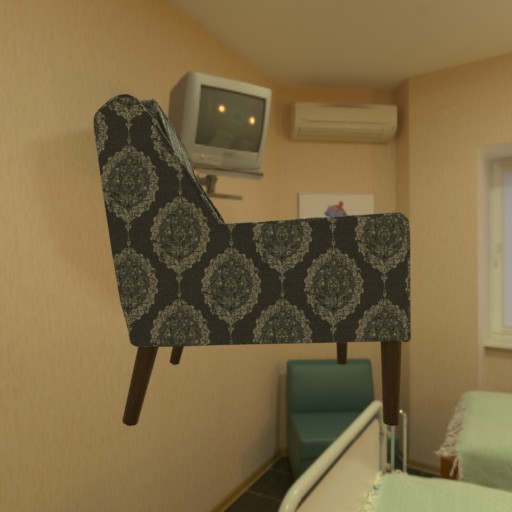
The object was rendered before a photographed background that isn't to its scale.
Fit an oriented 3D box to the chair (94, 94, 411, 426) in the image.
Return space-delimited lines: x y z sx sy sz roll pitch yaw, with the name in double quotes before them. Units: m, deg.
"chair" 0.000 0.000 1.320 0.743 0.792 0.663 0 0 0
